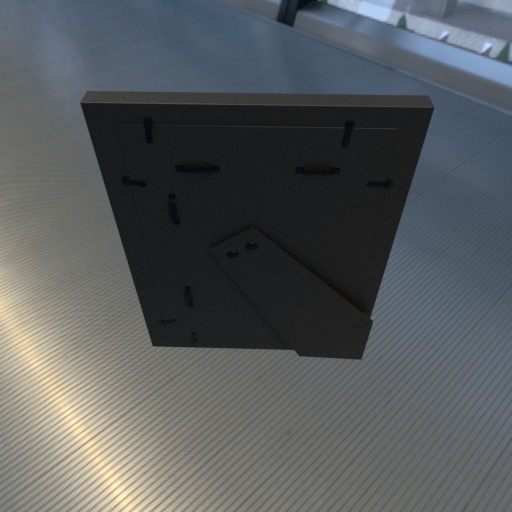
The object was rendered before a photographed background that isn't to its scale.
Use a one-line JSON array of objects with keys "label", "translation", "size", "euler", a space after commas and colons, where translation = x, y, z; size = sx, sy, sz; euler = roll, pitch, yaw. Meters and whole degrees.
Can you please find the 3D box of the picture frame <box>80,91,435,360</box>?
[{"label": "picture frame", "translation": [0.000, 0.000, 0.523], "size": [0.307, 0.383, 0.036], "euler": [1, 45, 1]}]
